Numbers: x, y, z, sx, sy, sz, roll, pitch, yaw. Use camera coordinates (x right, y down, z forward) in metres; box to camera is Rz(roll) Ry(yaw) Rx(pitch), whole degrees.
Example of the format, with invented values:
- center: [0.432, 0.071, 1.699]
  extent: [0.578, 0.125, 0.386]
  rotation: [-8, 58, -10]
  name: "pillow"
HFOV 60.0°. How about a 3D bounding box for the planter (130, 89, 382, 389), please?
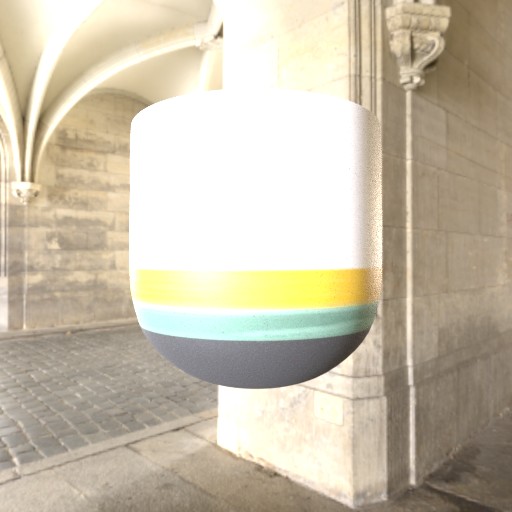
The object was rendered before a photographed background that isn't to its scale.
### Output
- center: [0.000, 0.000, 0.490]
  extent: [0.268, 0.270, 0.268]
  rotation: [0, 0, 0]
  name: "planter"
